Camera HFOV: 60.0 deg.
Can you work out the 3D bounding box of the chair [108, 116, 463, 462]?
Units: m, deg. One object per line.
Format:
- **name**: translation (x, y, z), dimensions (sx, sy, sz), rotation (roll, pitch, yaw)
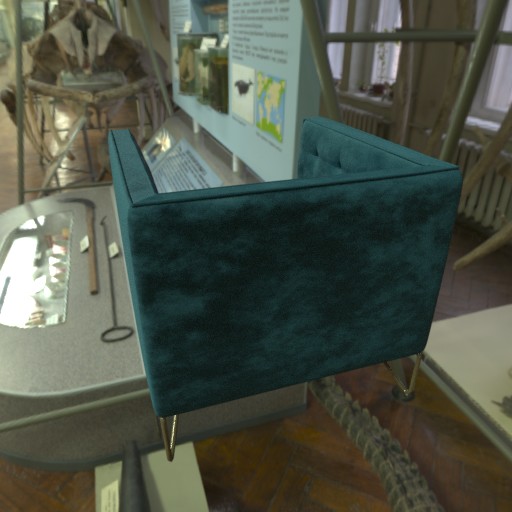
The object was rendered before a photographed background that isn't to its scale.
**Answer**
- **chair**: translation (0.000, 0.000, 1.560), dimensions (0.880, 0.790, 0.894), rotation (-9, 28, -17)
